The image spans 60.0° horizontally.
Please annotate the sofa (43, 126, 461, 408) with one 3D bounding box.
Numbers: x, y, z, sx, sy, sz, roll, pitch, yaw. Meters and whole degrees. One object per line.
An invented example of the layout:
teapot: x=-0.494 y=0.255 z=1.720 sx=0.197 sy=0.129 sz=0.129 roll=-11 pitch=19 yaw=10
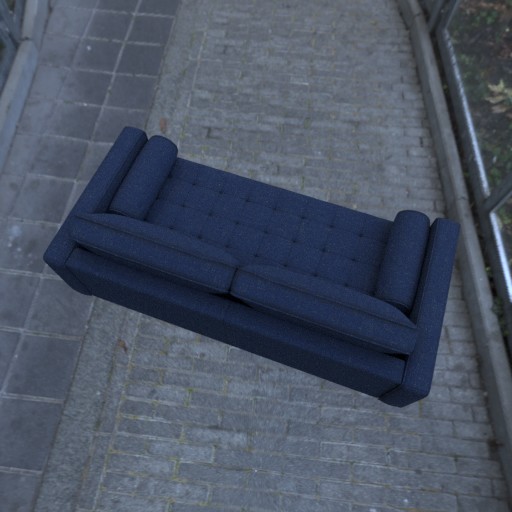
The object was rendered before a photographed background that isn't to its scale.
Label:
sofa: x=0.000 y=0.000 z=2.338 sx=1.880 sy=0.762 sz=0.914 roll=18 pitch=66 yaw=9
